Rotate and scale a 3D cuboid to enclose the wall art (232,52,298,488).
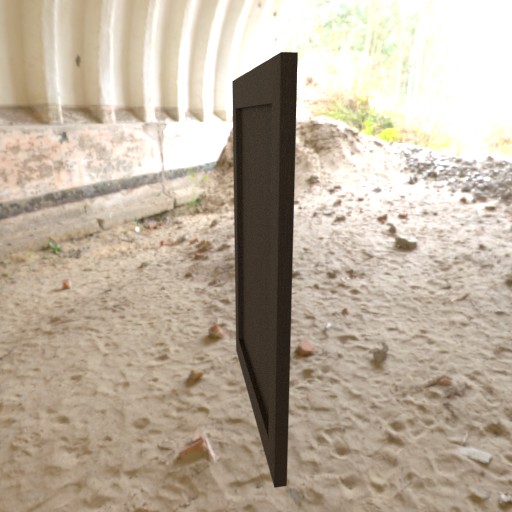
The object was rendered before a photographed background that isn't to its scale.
[{"bbox_3d":[0.000,0.000,0.663,0.017,0.513,0.359,-3,18,-10],"label":"wall art"}]
